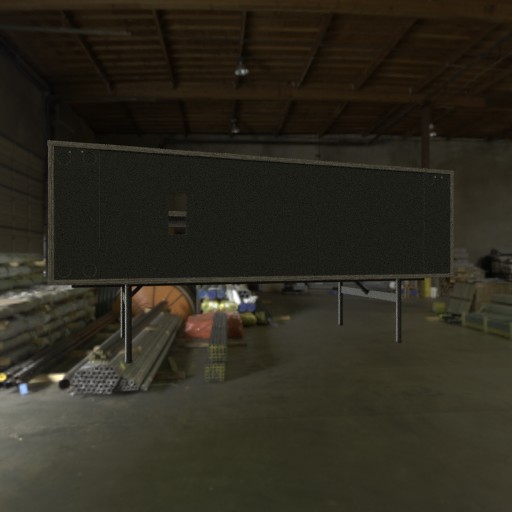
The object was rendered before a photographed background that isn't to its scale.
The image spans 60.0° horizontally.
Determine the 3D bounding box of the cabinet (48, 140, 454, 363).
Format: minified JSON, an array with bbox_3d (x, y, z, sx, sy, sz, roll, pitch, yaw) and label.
[{"bbox_3d":[0.000,0.000,1.587,1.300,0.599,0.500,0,0,-19],"label":"cabinet"}]
